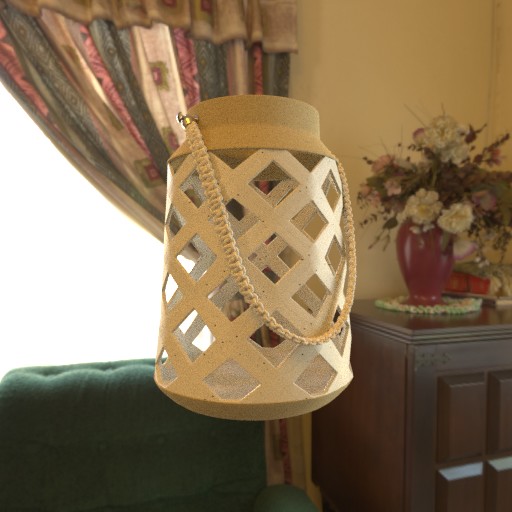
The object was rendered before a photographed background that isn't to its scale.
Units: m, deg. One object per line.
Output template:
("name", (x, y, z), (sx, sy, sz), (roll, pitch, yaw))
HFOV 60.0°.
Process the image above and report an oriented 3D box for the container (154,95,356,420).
("container", (0.000, 0.000, 0.364), (0.163, 0.229, 0.172), (-1, 1, -34))
